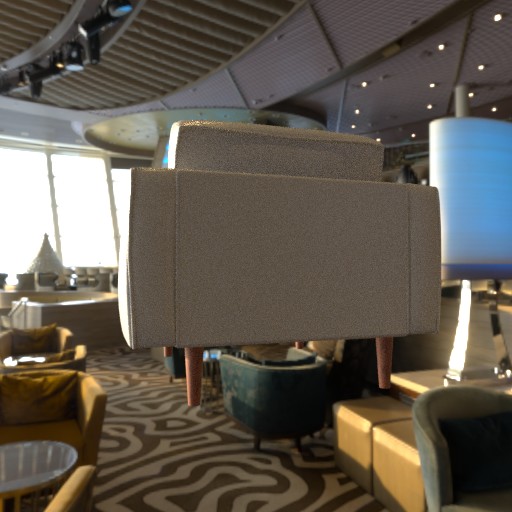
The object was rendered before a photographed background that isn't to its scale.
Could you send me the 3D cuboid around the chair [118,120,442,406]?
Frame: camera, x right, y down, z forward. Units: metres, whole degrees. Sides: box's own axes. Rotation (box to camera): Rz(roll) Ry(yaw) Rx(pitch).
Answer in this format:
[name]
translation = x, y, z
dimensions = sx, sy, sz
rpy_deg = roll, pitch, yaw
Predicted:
[chair]
translation = 0.000, 0.000, 1.566
dimensions = 0.928, 0.773, 0.843
rpy_deg = 0, -2, -17
